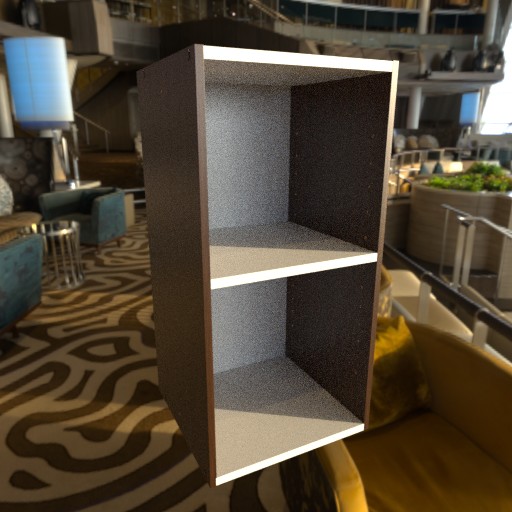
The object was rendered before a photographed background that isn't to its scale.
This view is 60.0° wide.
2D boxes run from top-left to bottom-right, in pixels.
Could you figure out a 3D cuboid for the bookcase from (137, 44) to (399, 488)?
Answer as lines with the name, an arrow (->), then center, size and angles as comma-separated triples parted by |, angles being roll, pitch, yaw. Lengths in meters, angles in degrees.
bookcase -> 0.000, 0.000, 0.758 | 0.300, 0.600, 0.290 | -8, 18, -26
